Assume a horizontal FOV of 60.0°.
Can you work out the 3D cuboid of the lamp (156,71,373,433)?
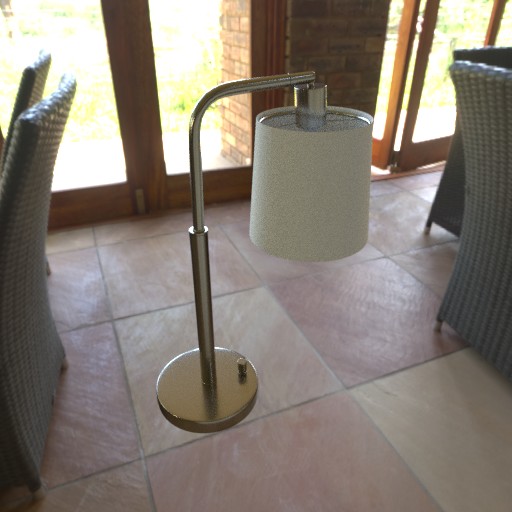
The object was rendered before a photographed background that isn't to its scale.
[{"bbox_3d":[0.000,0.000,0.637,0.333,0.489,0.171,-10,31,-17],"label":"lamp"}]
